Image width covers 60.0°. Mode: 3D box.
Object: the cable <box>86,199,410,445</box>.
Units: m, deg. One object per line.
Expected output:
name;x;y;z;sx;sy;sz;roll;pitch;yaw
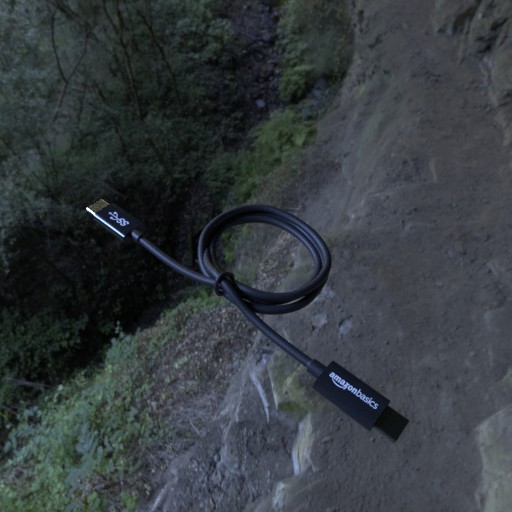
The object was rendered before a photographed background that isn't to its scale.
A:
cable;0.000;0.000;0.210;0.186;0.014;0.070;32;55;27
